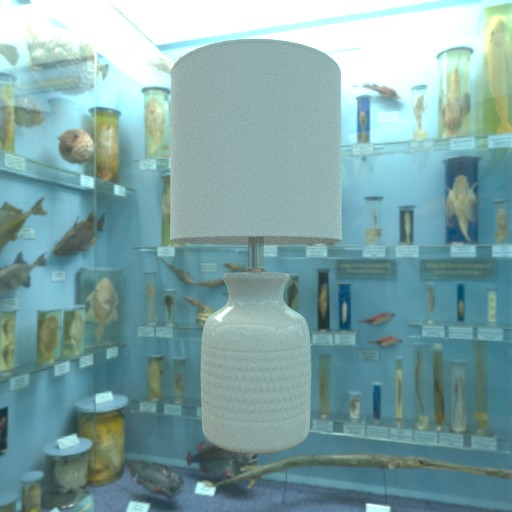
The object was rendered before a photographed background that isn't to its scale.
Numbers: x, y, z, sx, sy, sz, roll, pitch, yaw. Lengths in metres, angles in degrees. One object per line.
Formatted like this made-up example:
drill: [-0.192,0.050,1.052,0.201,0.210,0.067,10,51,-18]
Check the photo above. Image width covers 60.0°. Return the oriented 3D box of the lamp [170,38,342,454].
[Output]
lamp: [0.000,0.000,0.492,0.188,0.392,0.188,0,-1,18]
